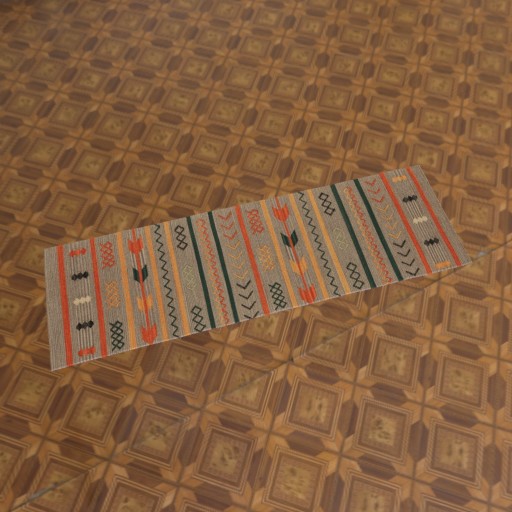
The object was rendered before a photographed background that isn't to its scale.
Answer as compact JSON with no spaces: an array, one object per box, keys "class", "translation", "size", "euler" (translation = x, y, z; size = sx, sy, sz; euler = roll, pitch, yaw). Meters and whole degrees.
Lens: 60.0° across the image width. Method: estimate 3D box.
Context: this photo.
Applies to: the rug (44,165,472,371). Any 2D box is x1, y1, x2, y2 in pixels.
[{"class":"rug","translation":[0.000,0.000,2.610],"size":[2.419,0.022,0.744],"euler":[-14,64,-7]}]
